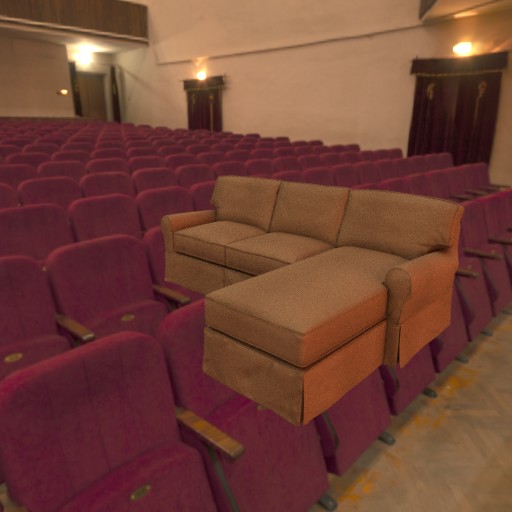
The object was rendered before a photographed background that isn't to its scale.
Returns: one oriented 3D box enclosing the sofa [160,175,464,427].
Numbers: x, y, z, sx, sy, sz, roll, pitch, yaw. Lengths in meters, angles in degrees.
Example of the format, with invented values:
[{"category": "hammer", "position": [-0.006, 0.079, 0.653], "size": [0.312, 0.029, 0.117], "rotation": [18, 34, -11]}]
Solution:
[{"category": "sofa", "position": [0.000, 0.000, 3.380], "size": [2.475, 0.978, 1.733], "rotation": [15, 22, 41]}]
